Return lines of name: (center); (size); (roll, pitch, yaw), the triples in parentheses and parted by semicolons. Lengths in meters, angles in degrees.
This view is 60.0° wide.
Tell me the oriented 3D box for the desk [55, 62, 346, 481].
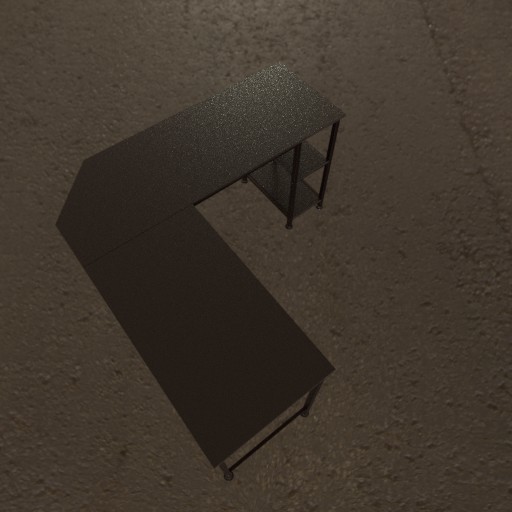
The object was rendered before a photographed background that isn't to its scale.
desk: (0.000, 0.000, 2.151); (1.379, 0.739, 1.379); (-33, 65, -18)
